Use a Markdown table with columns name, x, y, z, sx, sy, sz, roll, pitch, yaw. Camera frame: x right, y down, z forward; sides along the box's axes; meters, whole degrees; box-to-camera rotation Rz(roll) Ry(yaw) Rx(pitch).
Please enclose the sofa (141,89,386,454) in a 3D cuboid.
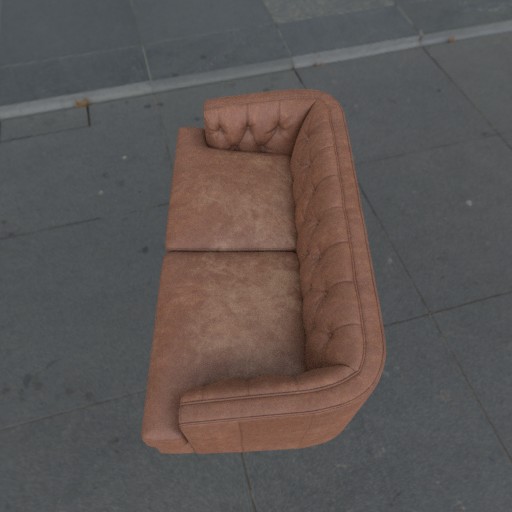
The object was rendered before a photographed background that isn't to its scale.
| name | x | y | z | sx | sy | sz | roll | pitch | yaw |
| --- | --- | --- | --- | --- | --- | --- | --- | --- | --- |
| sofa | 0.000 | 0.000 | 2.211 | 0.914 | 0.786 | 1.755 | -1 | 57 | 0 |
